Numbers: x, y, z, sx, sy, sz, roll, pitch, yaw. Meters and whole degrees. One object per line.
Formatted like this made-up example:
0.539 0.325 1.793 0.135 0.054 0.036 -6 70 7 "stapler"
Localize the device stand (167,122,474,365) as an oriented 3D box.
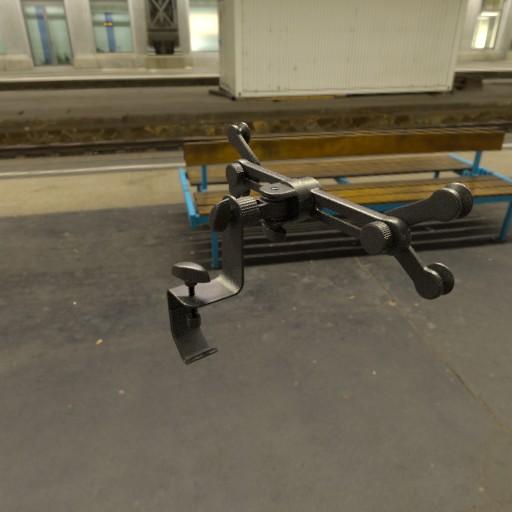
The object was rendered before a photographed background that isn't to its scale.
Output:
0.000 0.000 0.371 0.142 0.166 0.270 -18 32 -31 "device stand"
